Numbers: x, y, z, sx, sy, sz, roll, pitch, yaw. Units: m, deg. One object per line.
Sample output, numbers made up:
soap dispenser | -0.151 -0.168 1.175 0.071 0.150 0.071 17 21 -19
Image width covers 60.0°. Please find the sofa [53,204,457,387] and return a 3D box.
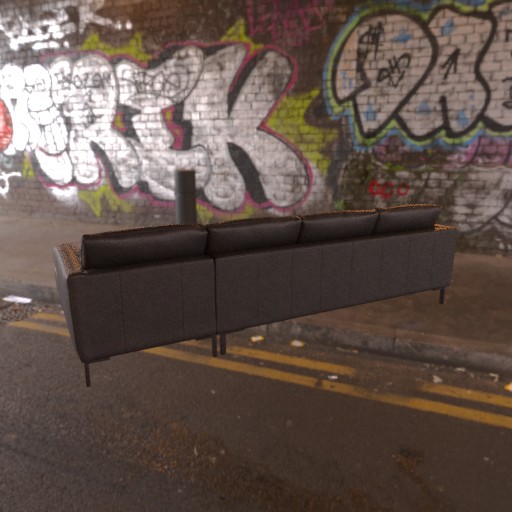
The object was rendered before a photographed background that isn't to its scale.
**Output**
sofa | 0.000 0.000 3.634 2.993 0.859 1.471 -7 16 -27
